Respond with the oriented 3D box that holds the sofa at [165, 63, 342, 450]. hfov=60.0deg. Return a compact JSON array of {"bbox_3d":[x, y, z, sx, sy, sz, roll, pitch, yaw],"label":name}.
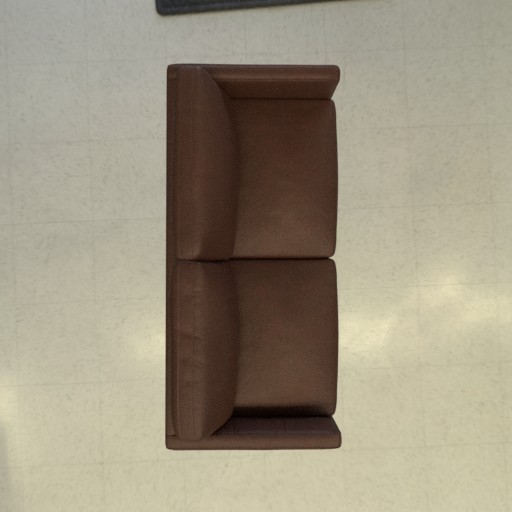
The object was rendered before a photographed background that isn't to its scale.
[{"bbox_3d":[0.000,0.000,2.480,0.923,0.863,1.971,0,89,-1],"label":"sofa"}]
